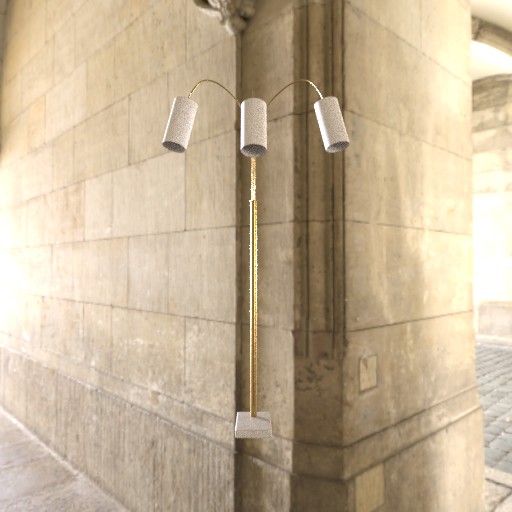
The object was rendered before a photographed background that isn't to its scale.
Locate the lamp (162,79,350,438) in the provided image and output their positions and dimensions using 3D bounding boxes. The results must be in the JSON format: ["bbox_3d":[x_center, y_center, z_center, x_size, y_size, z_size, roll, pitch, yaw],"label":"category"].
[{"bbox_3d":[0.000,0.000,2.507,1.020,2.055,0.667,0,-1,0],"label":"lamp"}]
